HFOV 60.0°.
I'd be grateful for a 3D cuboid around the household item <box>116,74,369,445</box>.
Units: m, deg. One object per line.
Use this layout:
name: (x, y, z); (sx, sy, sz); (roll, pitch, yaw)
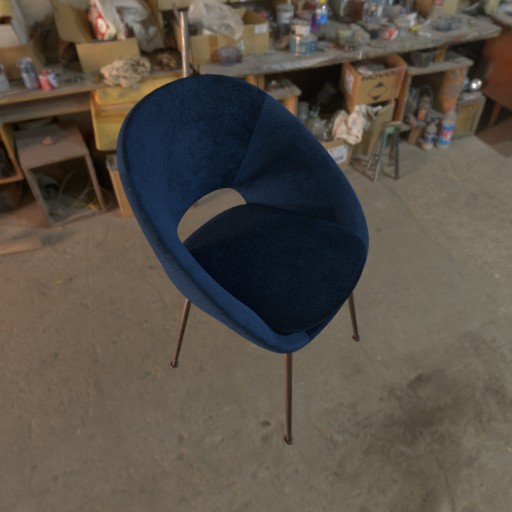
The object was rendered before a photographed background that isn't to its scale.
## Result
household item: (0.000, 0.000, 1.248); (0.573, 0.852, 0.623); (25, 48, 25)
